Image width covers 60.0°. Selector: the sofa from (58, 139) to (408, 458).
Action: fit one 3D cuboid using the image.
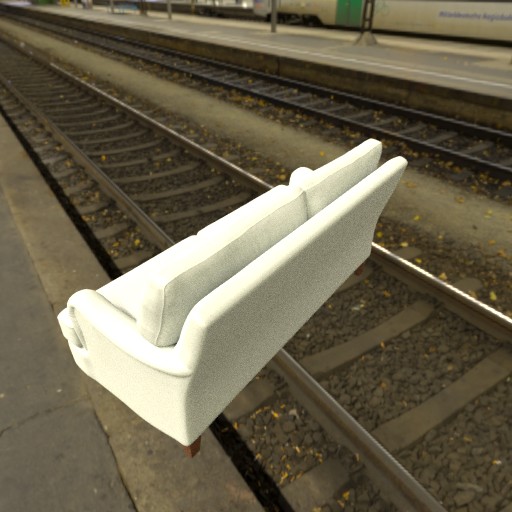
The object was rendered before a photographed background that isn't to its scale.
[{"bbox_3d":[0.000,0.000,2.777,1.069,1.096,2.193,20,37,30],"label":"sofa"}]
